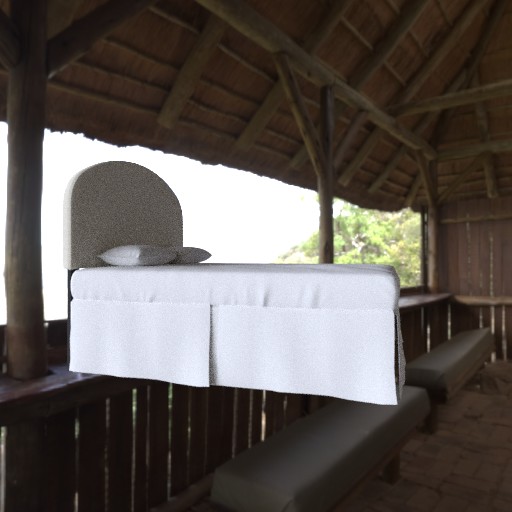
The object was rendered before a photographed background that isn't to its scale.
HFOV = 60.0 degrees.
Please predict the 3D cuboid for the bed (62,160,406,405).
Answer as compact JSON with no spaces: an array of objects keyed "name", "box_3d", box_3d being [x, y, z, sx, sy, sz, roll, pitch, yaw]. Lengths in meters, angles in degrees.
[{"name":"bed","box_3d":[0.000,0.000,3.120,2.005,1.410,1.607,0,1,17]}]
